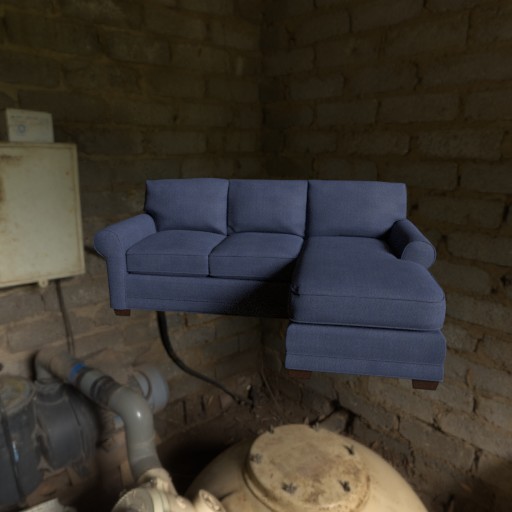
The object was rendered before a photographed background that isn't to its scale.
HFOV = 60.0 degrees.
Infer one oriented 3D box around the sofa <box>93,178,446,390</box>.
[{"bbox_3d":[0.000,0.000,3.391,2.567,1.063,1.780,2,15,9],"label":"sofa"}]
